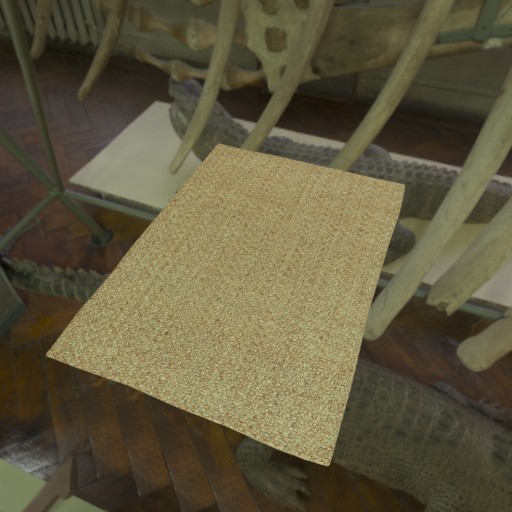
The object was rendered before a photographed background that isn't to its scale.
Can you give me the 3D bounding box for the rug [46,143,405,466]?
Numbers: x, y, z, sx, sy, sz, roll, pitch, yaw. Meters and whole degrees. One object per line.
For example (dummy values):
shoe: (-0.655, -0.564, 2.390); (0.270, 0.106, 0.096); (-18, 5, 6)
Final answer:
rug: (0.000, 0.000, 2.805); (1.566, 0.013, 2.141); (16, 49, 14)
